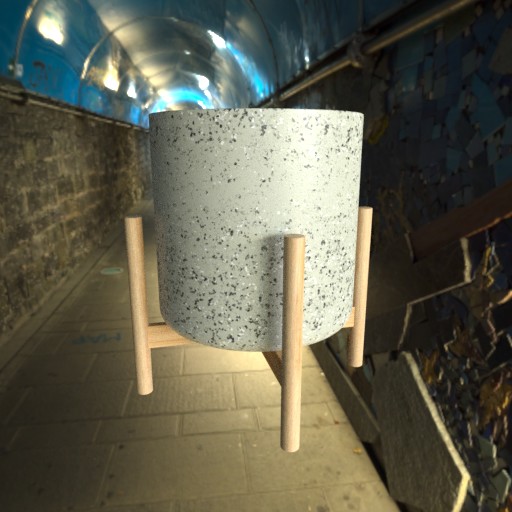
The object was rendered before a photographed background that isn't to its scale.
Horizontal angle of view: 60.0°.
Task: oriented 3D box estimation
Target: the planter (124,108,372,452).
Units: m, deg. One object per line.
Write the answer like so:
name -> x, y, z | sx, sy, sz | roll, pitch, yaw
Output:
planter -> 0.000, 0.000, 0.694 | 0.360, 0.419, 0.360 | 2, 15, 8
